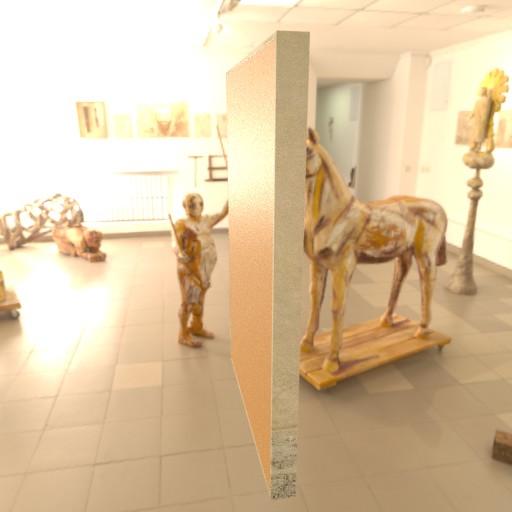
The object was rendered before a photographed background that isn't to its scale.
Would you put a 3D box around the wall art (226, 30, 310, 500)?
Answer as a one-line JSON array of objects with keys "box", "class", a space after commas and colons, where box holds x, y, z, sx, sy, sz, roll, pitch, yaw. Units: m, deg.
[{"box": [0.000, 0.000, 0.737, 0.036, 0.607, 0.403, -3, 17, -11], "class": "wall art"}]
